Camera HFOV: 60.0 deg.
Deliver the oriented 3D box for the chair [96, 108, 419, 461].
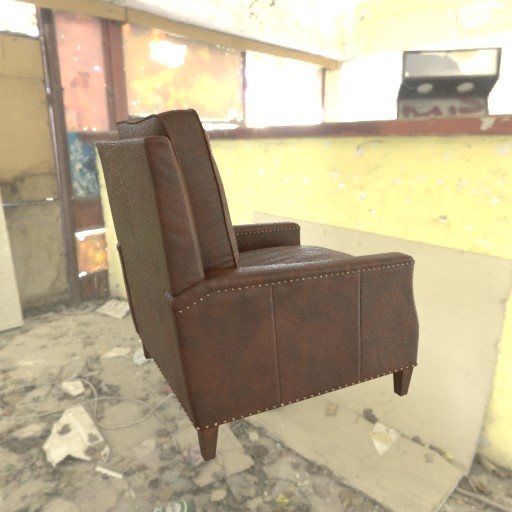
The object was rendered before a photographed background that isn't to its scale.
[{"bbox_3d":[0.000,0.000,1.763,1.035,1.054,0.854,-7,16,-26],"label":"chair"}]
